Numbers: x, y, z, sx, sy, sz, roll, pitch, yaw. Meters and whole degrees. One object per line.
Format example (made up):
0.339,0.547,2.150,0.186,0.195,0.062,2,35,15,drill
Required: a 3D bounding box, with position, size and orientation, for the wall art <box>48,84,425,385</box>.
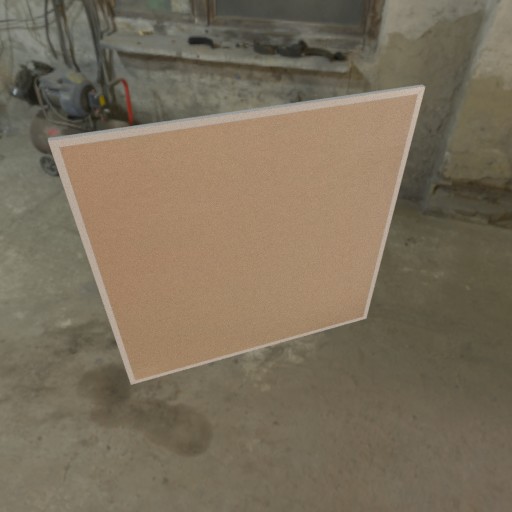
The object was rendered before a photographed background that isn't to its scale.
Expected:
0.000,0.000,1.183,0.809,0.809,0.012,-13,43,-14,wall art
